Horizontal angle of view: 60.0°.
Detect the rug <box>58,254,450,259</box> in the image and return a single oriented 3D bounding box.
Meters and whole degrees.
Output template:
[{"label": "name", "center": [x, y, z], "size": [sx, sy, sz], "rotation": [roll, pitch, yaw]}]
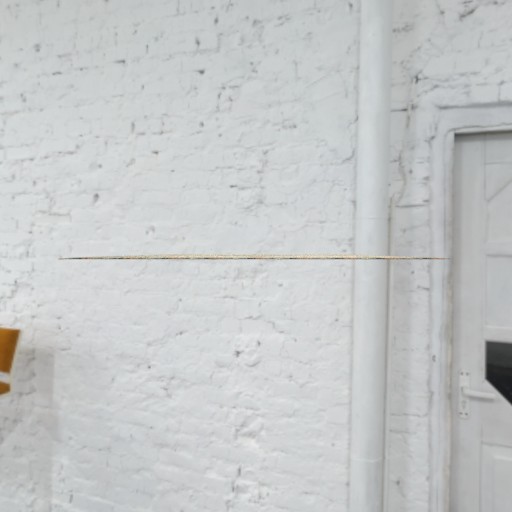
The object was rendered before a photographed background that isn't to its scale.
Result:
[{"label": "rug", "center": [0.000, 0.000, 4.262], "size": [2.379, 0.011, 3.221], "rotation": [0, 1, 0]}]
